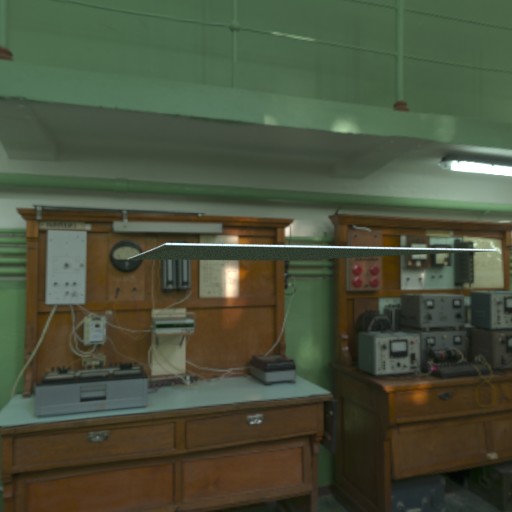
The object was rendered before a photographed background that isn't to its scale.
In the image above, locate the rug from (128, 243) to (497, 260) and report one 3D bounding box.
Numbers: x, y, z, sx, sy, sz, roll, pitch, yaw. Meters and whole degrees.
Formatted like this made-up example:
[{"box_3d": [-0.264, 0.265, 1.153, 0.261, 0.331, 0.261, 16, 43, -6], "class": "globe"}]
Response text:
[{"box_3d": [0.000, 0.000, 2.957, 1.524, 0.008, 2.440, 1, -2, -19], "class": "rug"}]
